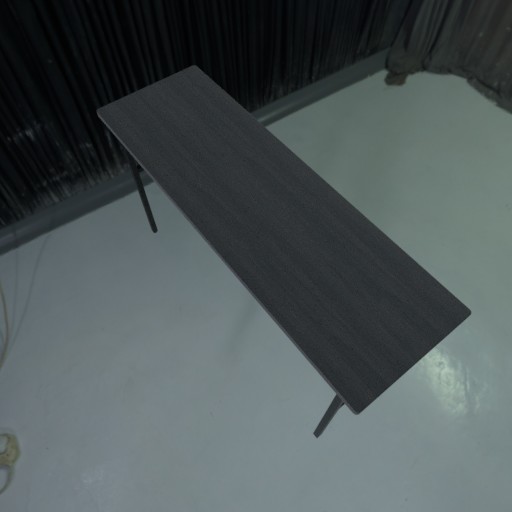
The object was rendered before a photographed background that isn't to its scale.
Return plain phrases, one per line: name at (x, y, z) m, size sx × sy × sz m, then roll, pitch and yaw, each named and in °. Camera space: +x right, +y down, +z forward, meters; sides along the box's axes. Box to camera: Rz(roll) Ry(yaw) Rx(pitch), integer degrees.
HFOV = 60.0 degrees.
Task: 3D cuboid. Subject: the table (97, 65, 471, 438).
table at (0.000, 0.000, 1.773) m, size 0.449 × 0.750 × 1.399 m, roll -33°, pitch 64°, yaw -19°
